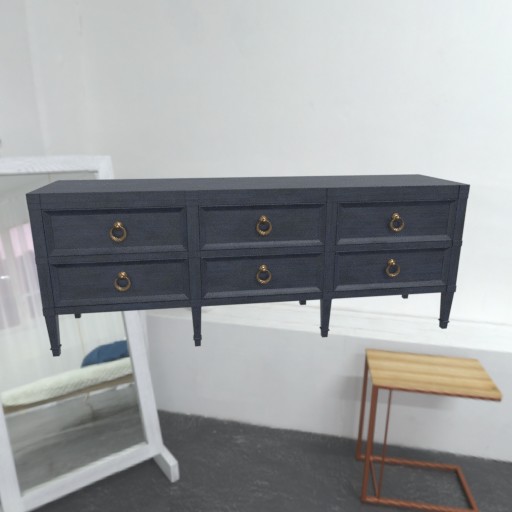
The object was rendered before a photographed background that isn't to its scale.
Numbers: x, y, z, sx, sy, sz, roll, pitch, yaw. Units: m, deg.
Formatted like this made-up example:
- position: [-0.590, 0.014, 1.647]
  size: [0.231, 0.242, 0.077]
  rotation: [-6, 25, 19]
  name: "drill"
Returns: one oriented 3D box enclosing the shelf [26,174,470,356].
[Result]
- position: [0.000, 0.000, 2.171]
  size: [1.878, 0.715, 0.471]
  rotation: [-2, 16, -8]
  name: "shelf"
